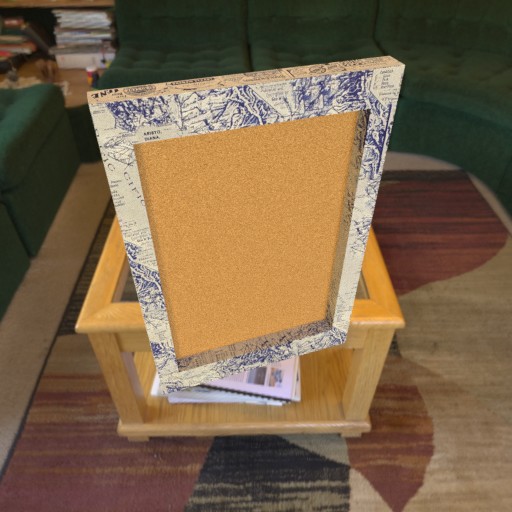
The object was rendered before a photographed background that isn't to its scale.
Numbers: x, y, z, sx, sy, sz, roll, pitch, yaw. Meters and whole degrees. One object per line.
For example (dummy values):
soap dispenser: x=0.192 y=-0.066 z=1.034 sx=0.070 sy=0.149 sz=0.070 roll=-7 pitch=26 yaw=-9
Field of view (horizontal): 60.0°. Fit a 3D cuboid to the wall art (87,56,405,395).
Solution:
wall art: x=0.000 y=0.000 z=0.757 sx=0.408 sy=0.601 sz=0.040 roll=-13 pitch=43 yaw=-14
